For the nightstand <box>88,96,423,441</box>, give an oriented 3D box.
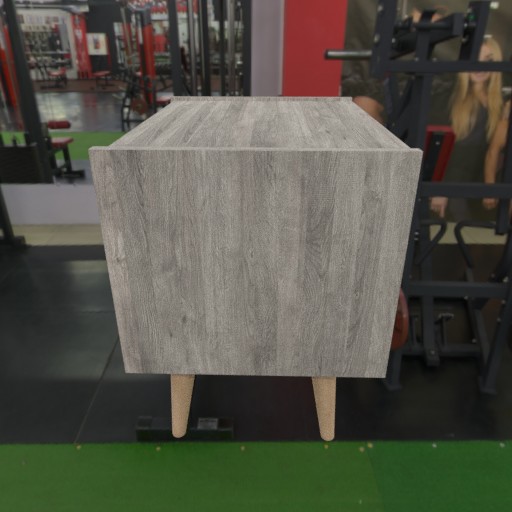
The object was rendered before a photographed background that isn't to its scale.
[{"bbox_3d":[0.000,0.000,0.817,0.380,0.500,0.480,1,26,1],"label":"nightstand"}]
